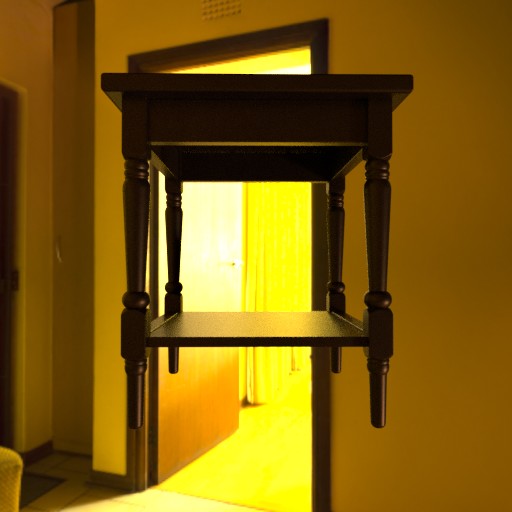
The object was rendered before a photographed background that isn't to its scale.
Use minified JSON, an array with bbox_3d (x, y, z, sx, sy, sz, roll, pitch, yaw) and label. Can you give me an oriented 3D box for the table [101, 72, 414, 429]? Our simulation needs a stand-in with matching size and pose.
[{"bbox_3d":[0.000,0.000,0.906,0.488,0.565,0.442,0,-1,-1],"label":"table"}]
